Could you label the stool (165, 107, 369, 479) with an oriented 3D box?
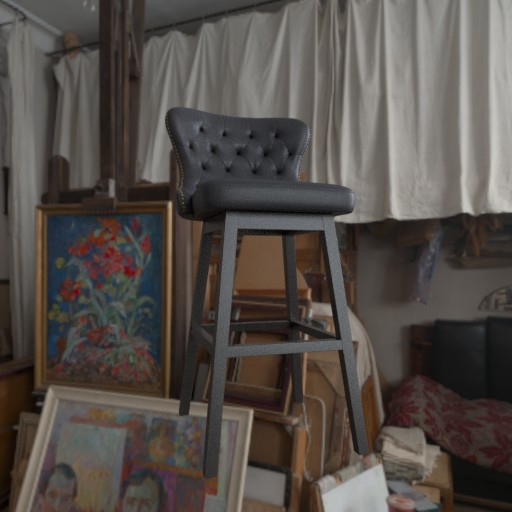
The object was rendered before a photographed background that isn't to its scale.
[{"bbox_3d":[0.000,0.000,1.396,0.528,1.050,0.601,0,0,-17],"label":"stool"}]
